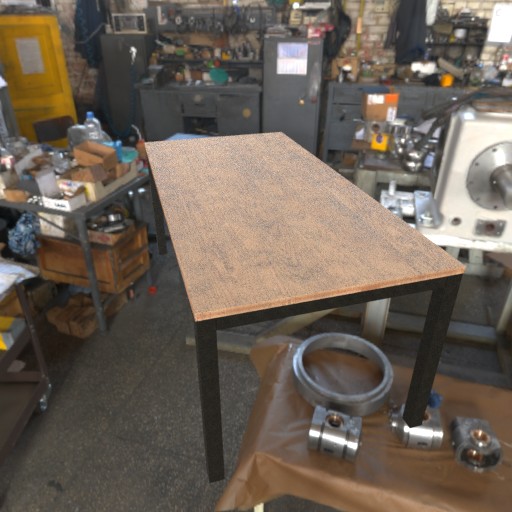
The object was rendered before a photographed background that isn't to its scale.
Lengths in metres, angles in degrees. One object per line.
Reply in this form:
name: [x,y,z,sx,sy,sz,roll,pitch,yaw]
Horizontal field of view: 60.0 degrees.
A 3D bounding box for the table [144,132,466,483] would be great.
table: [0.000,0.000,2.277,0.893,0.767,1.805,-8,31,-14]
